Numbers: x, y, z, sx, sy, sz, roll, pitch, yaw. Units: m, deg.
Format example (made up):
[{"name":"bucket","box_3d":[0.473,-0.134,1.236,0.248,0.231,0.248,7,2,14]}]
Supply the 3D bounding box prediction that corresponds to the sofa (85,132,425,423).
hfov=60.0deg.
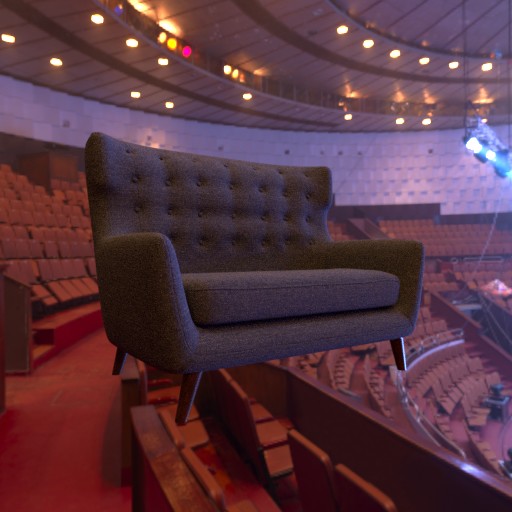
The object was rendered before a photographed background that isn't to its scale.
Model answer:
[{"name":"sofa","box_3d":[0.000,0.000,2.007,1.358,1.028,0.874,0,0,-35]}]
